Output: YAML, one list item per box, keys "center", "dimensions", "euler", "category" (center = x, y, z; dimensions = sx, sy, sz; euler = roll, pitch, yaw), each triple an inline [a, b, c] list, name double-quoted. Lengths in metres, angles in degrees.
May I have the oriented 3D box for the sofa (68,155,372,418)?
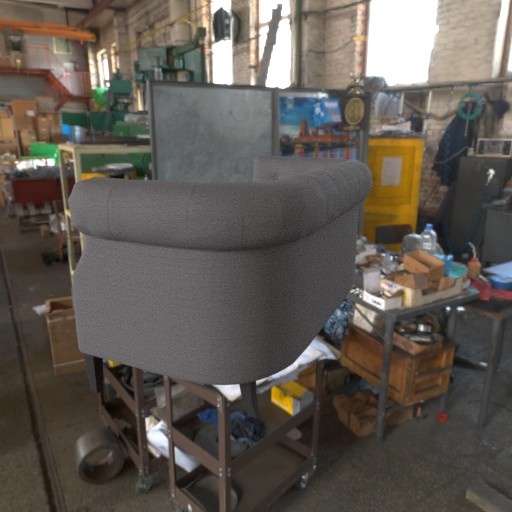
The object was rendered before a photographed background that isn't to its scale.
- center: [0.000, 0.000, 2.038]
  dimensions: [0.835, 0.827, 1.558]
  euler: [7, 18, 24]
  category: "sofa"
